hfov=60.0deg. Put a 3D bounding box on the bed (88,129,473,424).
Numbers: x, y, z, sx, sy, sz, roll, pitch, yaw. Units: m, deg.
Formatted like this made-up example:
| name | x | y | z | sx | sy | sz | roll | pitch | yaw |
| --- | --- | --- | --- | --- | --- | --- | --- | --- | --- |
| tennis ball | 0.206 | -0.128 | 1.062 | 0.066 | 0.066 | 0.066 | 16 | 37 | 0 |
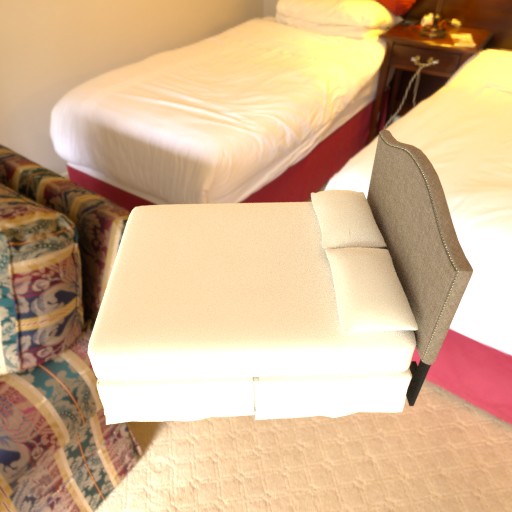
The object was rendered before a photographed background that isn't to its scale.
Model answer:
| name | x | y | z | sx | sy | sz | roll | pitch | yaw |
| --- | --- | --- | --- | --- | --- | --- | --- | --- | --- |
| bed | 0.000 | 0.000 | 3.172 | 2.153 | 1.518 | 1.713 | -1 | 40 | -1 |
